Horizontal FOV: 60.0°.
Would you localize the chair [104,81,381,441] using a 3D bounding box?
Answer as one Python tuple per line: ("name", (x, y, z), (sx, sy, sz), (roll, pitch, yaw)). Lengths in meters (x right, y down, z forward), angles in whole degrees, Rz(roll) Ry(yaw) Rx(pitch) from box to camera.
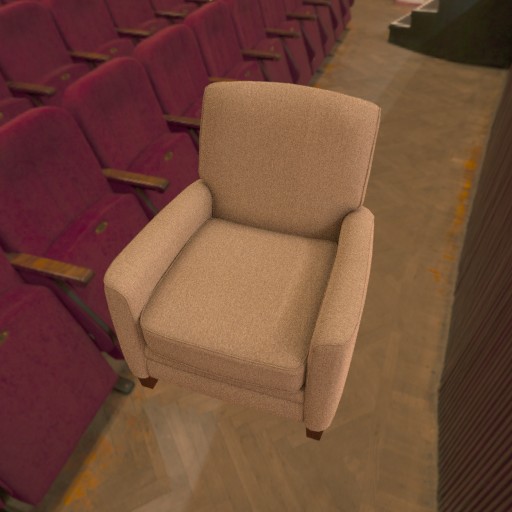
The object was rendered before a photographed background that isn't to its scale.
("chair", (0.000, 0.000, 1.673), (0.848, 1.014, 0.864), (12, 43, 14))
